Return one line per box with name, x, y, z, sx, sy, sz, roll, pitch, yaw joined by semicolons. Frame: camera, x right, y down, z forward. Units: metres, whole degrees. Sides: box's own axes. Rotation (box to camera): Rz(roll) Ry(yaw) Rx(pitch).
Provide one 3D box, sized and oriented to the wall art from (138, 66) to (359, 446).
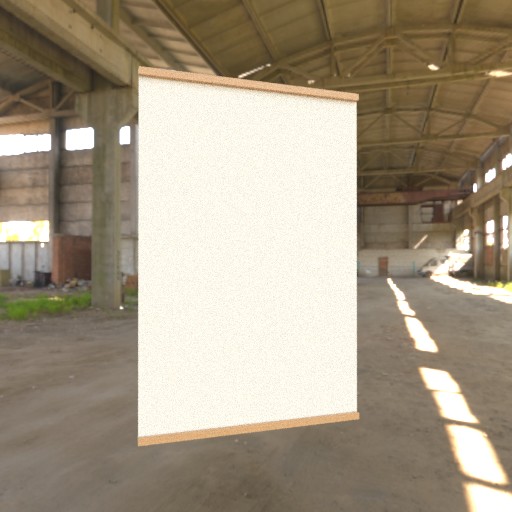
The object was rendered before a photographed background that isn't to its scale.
wall art;0.000;0.000;1.303;0.669;1.020;0.027;0;0;-18
